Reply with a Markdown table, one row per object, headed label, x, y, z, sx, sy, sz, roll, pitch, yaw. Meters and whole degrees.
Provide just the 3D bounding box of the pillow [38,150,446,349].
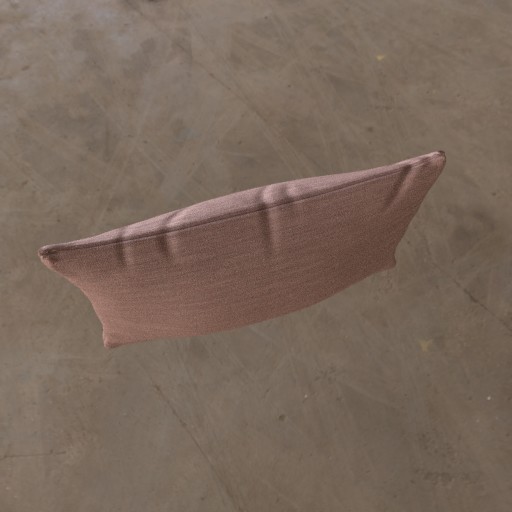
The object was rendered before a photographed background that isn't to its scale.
| label | x | y | z | sx | sy | sz | roll | pitch | yaw |
| --- | --- | --- | --- | --- | --- | --- | --- | --- | --- |
| pillow | 0.000 | 0.000 | 0.795 | 0.633 | 0.338 | 0.210 | -15 | 59 | -9 |
